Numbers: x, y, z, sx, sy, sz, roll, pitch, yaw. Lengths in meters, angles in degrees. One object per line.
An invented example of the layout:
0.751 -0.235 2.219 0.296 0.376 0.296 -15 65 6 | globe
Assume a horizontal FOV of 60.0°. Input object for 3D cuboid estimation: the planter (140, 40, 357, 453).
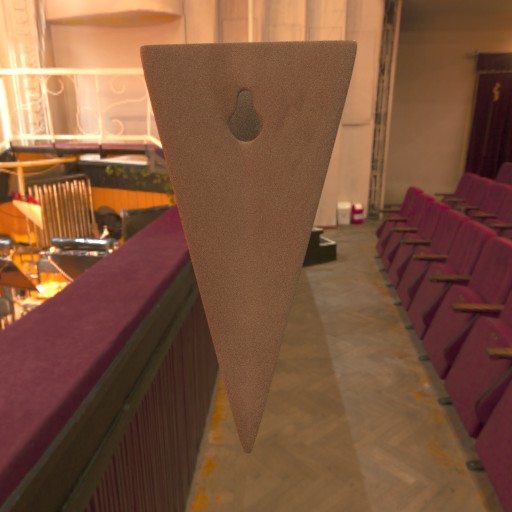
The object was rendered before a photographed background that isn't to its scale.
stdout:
0.000 0.000 0.269 0.101 0.224 0.081 2 16 7 | planter
